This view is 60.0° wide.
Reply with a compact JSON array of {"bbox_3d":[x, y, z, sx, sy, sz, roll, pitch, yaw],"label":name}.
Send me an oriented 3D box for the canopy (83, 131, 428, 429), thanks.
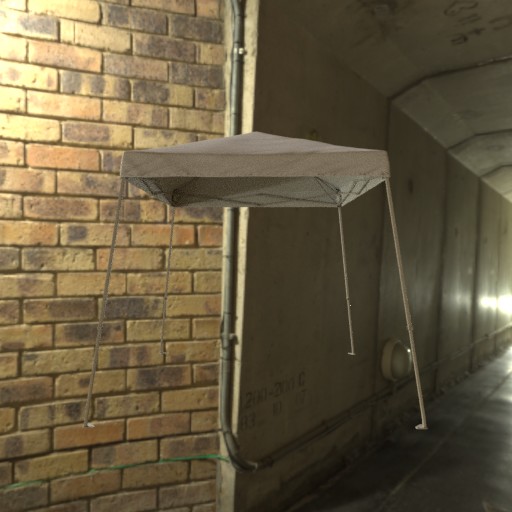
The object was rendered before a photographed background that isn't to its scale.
[{"bbox_3d":[0.000,0.000,6.419,3.600,3.600,3.599,0,0,0],"label":"canopy"}]
